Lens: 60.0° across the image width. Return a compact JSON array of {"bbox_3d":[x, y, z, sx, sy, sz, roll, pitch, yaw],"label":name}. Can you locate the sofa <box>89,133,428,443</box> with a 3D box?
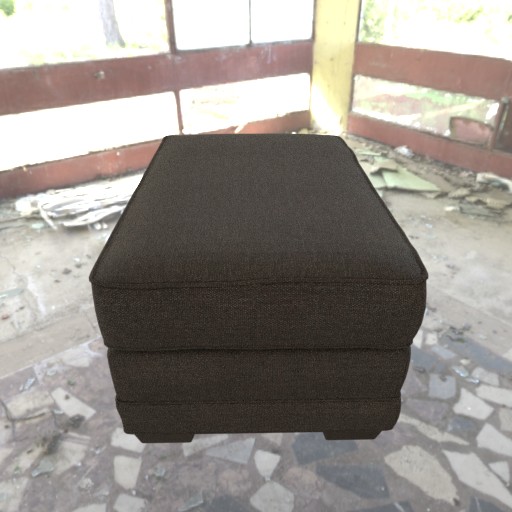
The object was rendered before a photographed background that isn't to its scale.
[{"bbox_3d":[0.000,0.000,1.174,0.578,0.457,0.854,-1,31,-1],"label":"sofa"}]
